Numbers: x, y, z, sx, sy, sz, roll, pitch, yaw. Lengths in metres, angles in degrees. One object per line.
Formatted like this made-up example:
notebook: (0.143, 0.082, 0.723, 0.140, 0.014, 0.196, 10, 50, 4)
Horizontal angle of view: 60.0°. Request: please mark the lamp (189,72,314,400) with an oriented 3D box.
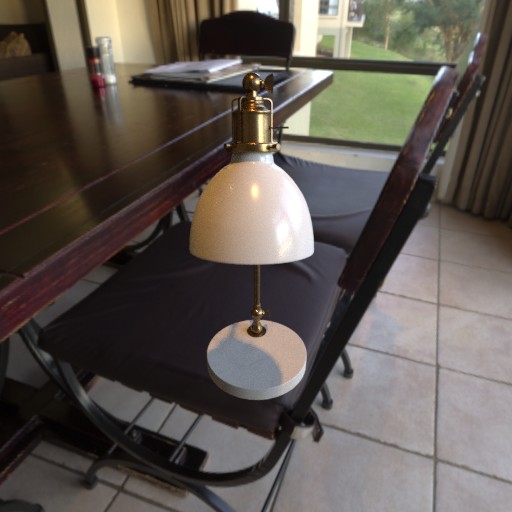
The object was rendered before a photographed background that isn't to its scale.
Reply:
lamp: (0.000, 0.000, 0.666, 0.186, 0.522, 0.317, 1, 31, 1)
